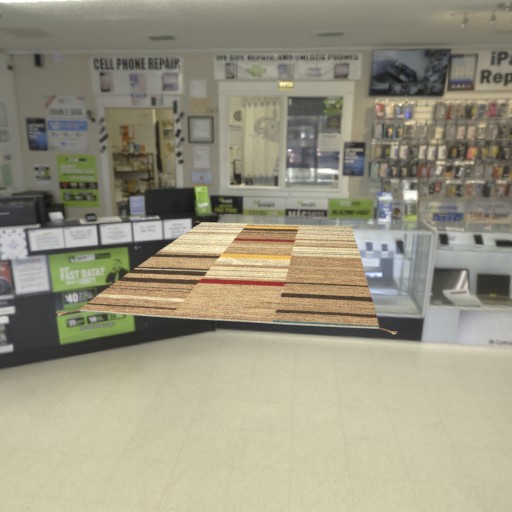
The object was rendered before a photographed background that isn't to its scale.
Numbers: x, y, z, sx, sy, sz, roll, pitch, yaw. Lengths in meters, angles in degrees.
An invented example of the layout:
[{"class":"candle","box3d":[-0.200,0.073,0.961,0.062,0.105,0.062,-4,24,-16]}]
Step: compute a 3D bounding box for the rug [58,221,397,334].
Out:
[{"class":"rug","box3d":[0.000,0.000,2.494,1.268,0.007,1.918,2,15,8]}]
